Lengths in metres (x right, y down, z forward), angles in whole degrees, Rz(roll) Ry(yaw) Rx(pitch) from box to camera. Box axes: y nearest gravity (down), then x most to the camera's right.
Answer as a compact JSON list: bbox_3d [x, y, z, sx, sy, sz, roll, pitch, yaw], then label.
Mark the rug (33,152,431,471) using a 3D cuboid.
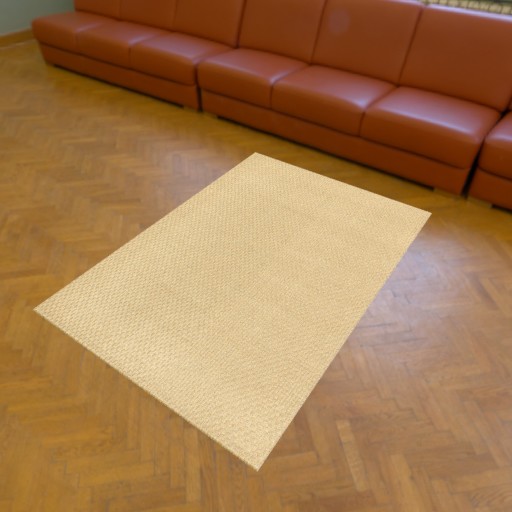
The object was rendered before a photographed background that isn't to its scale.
[{"bbox_3d":[0.000,0.000,2.780,1.509,0.013,2.144,25,48,25],"label":"rug"}]
